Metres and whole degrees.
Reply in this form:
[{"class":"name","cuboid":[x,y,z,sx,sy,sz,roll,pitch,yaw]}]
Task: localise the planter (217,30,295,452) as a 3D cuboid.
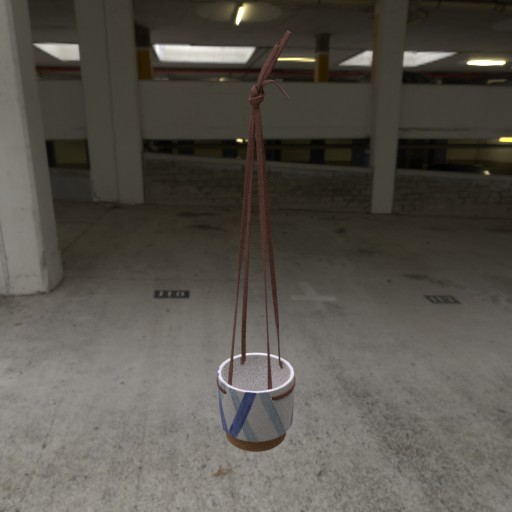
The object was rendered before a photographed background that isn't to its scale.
[{"class":"planter","cuboid":[0.000,0.000,0.815,0.157,0.753,0.153,-2,16,-7]}]
